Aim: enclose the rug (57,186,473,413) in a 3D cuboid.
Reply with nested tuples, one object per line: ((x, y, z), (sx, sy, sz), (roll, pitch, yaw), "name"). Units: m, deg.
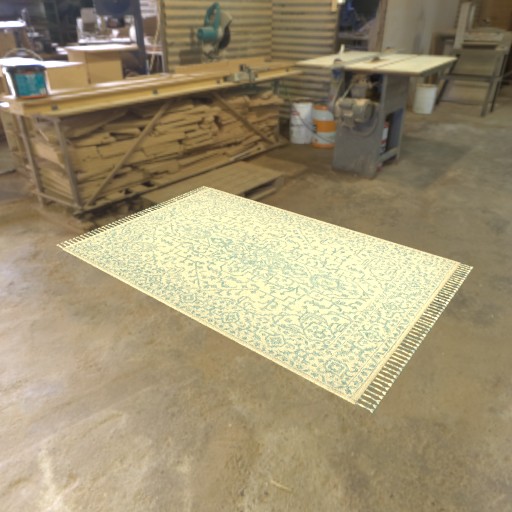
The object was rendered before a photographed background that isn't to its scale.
((0.000, 0.000, 3.041), (2.438, 0.010, 1.524), (21, 36, 32), "rug")
